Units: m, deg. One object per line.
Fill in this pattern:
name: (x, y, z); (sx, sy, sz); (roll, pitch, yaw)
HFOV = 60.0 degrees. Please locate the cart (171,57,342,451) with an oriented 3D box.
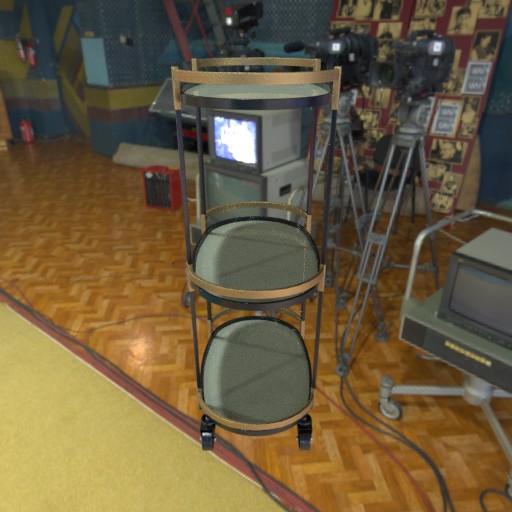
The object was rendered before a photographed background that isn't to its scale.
cart: (0.000, 0.000, 1.103); (0.311, 0.885, 0.515); (0, 26, 0)
